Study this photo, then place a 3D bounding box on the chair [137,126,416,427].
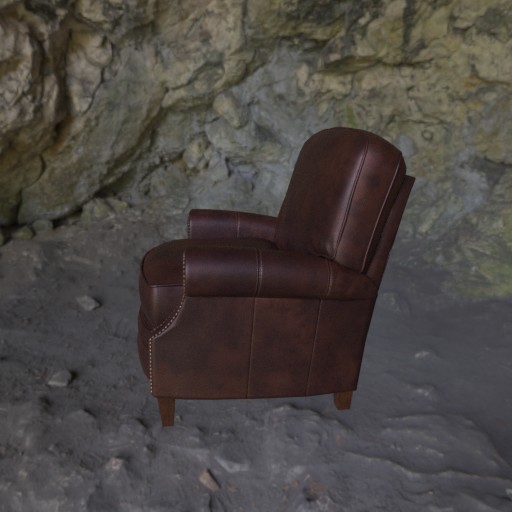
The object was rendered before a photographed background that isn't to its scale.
[{"bbox_3d":[0.000,0.000,1.816,0.986,1.018,0.936,-2,15,-7],"label":"chair"}]
